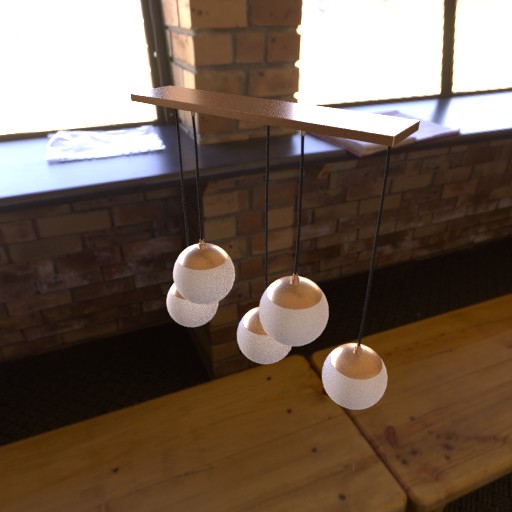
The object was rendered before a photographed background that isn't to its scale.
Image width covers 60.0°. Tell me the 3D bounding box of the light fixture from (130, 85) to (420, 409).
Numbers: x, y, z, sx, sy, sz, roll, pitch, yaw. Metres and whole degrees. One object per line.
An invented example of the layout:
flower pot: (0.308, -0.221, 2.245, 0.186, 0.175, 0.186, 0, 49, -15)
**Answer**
light fixture: (0.000, 0.000, 1.322, 0.863, 0.869, 0.299, 20, 36, 30)
